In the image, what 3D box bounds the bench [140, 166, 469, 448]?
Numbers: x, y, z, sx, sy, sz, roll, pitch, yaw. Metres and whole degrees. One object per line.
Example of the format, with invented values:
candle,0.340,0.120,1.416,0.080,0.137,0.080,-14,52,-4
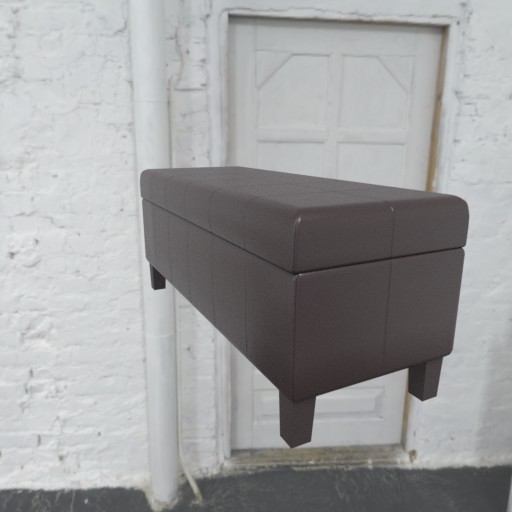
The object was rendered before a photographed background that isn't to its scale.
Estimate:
bench,0.000,0.000,1.317,0.429,0.457,1.092,-8,17,-26
